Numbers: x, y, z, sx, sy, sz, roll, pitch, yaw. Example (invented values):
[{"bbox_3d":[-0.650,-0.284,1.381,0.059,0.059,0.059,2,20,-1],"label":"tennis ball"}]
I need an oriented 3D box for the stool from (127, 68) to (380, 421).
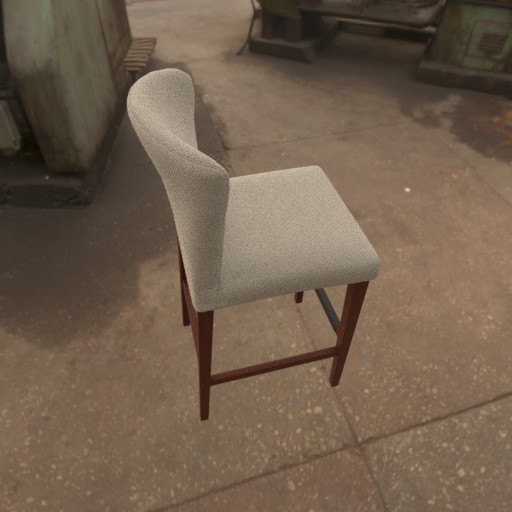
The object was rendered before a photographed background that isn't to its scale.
[{"bbox_3d":[0.000,0.000,1.360,0.568,1.069,0.481,-11,46,-10],"label":"stool"}]
